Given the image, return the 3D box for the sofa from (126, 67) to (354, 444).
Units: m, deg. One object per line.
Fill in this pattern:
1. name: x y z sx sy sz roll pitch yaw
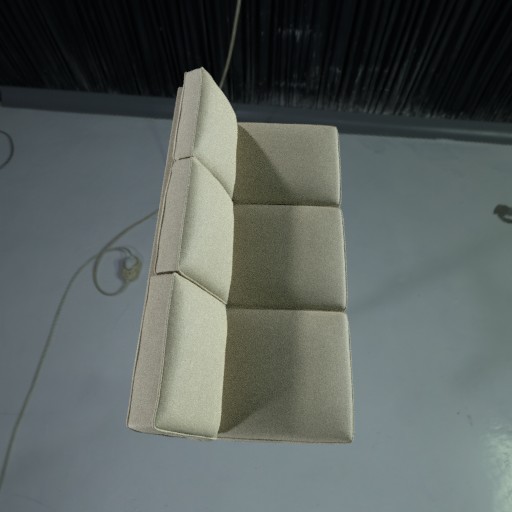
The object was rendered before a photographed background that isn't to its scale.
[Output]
1. sofa: 0.000 0.000 2.508 1.027 0.973 1.962 2 64 1
